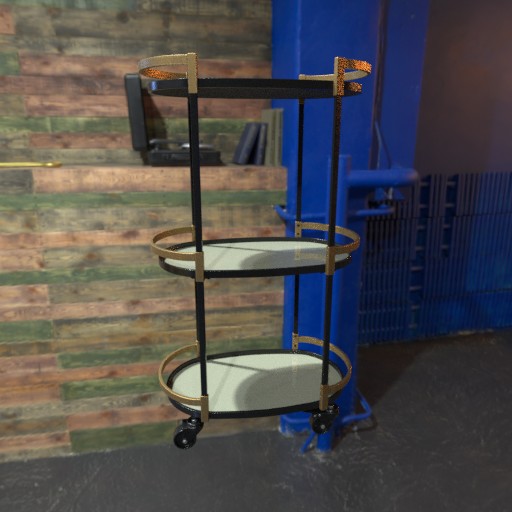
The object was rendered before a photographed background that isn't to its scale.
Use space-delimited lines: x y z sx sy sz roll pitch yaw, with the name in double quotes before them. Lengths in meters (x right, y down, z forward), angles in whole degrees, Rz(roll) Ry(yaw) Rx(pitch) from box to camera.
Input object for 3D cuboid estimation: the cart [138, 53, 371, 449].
"cart" 0.000 0.000 1.114 0.515 0.885 0.311 -3 16 -9
